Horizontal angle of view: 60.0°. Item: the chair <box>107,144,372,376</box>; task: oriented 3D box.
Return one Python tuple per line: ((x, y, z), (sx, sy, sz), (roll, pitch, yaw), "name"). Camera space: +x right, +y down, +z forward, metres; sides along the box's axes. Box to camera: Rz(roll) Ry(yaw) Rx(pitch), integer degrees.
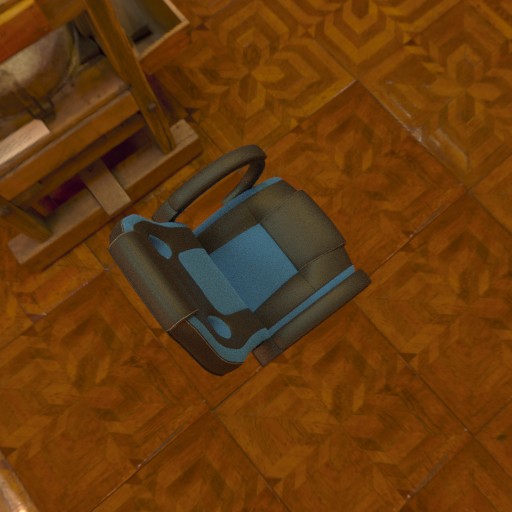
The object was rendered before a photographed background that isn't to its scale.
((0.000, 0.000, 1.636), (0.724, 1.187, 0.673), (-37, 79, -8), "chair")
